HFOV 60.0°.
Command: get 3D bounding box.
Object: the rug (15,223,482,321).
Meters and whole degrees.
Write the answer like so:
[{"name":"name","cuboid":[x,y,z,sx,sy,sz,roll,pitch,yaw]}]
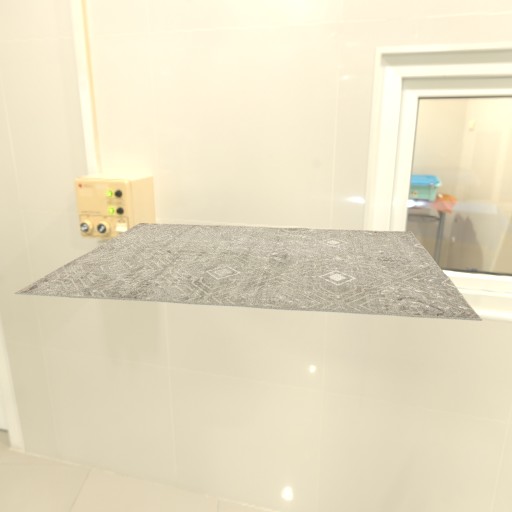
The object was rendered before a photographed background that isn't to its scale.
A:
[{"name":"rug","cuboid":[0.000,0.000,4.285,3.359,0.020,2.448,2,17,8]}]
